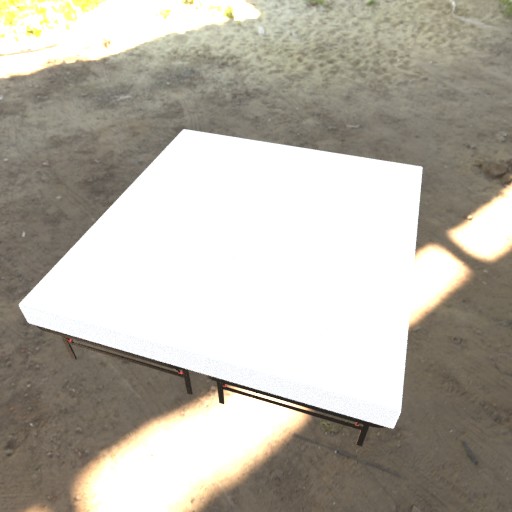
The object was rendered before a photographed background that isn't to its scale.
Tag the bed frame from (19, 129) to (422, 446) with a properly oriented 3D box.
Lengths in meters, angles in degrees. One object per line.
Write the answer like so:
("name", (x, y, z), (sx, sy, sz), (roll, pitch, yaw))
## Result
("bed frame", (0.000, 0.000, 2.969), (1.930, 0.559, 2.032), (12, 44, 13))
